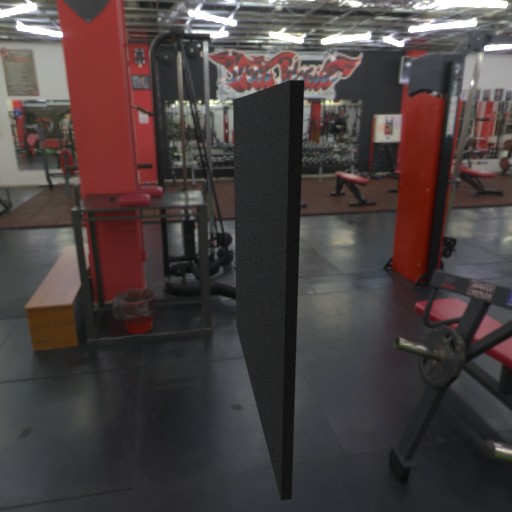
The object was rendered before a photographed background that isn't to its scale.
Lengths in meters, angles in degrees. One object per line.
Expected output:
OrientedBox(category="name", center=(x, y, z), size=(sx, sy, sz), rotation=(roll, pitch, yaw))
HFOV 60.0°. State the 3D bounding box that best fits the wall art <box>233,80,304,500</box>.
OrientedBox(category="wall art", center=(0.000, 0.000, 0.665), size=(0.013, 0.458, 0.456), rotation=(-3, 18, -9))
